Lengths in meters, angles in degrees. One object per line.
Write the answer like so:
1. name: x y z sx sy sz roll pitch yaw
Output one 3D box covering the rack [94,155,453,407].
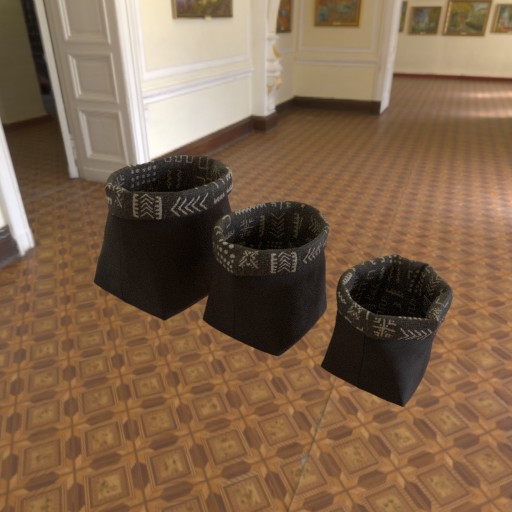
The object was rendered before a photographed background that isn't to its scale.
1. rack: 0.000 0.000 1.091 0.905 0.323 0.379 19 34 31
